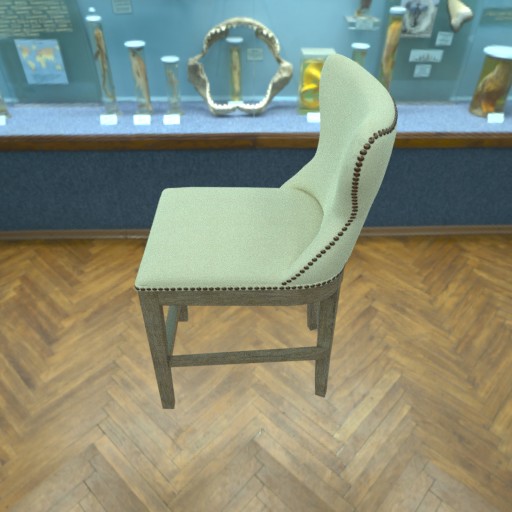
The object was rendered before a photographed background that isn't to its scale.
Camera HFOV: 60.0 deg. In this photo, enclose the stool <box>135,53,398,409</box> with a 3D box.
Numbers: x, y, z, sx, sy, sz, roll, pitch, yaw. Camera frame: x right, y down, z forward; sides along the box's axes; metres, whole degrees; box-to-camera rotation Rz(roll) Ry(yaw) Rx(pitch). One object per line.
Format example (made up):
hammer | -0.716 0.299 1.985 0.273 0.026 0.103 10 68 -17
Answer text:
stool | 0.000 0.000 1.278 0.608 0.981 0.498 0 41 0
